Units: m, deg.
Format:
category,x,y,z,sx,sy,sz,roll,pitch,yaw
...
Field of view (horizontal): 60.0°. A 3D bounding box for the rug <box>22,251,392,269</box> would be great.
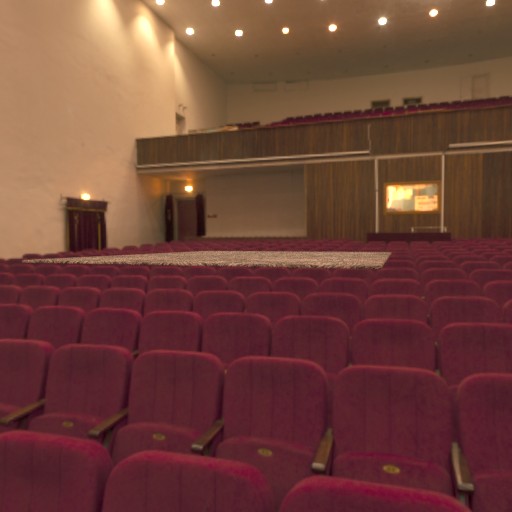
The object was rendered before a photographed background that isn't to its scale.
category,x,y,z,sx,sy,sz,roll,pitch,yaw
rug,0.000,0.000,4.253,2.448,0.017,3.204,1,2,18
